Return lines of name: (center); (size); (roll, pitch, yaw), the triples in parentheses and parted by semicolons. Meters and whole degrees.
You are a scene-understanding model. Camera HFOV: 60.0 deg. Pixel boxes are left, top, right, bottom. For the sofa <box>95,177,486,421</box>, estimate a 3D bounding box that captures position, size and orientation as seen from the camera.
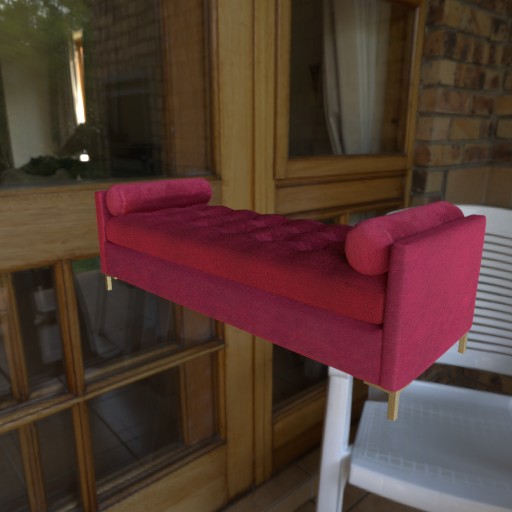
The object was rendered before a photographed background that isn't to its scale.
sofa: (0.000, 0.000, 2.437); (2.102, 0.705, 0.796); (14, 20, 42)
